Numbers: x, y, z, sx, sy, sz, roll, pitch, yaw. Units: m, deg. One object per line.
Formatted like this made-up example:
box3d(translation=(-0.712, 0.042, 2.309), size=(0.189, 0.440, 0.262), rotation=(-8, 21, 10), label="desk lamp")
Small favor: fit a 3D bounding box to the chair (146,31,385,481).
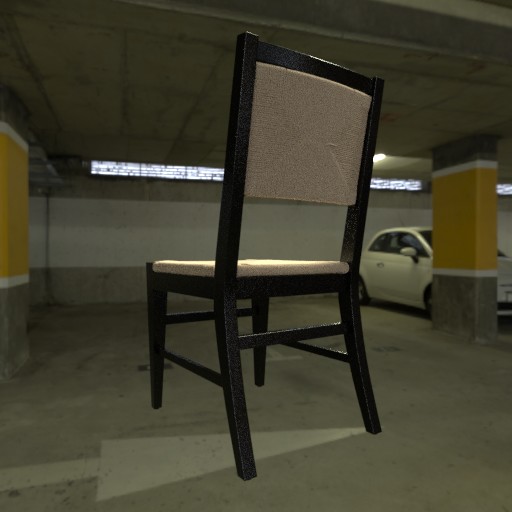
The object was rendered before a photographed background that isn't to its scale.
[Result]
box3d(translation=(0.000, 0.000, 1.246), size=(0.437, 0.927, 0.552), rotation=(0, 1, -35), label="chair")
